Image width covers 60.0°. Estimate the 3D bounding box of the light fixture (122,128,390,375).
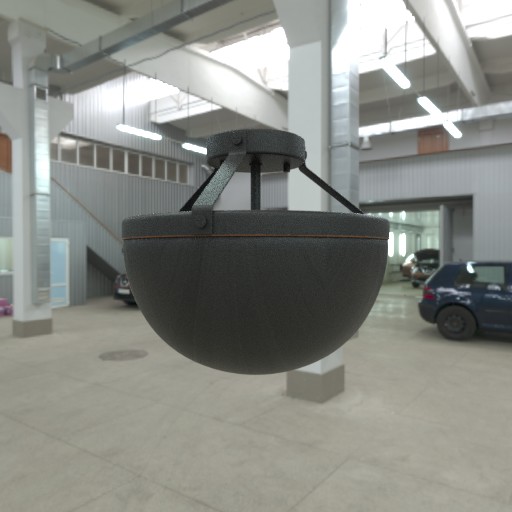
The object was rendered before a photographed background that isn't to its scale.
[{"bbox_3d":[0.000,0.000,0.524,0.304,0.269,0.304,0,0,0],"label":"light fixture"}]
